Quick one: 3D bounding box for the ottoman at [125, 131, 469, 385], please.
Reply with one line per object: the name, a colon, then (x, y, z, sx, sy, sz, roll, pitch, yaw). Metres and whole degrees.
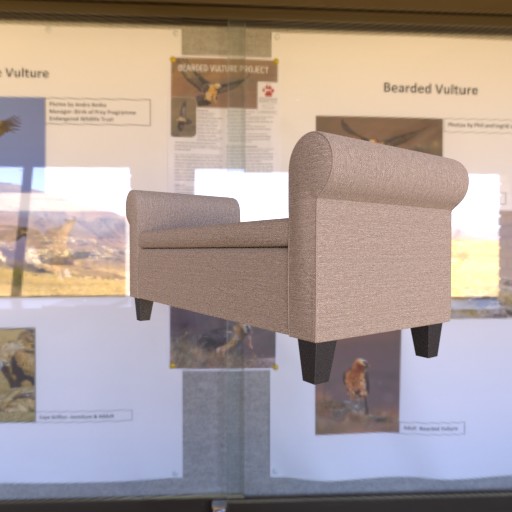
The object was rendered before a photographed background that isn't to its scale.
ottoman: (0.000, 0.000, 1.546, 0.521, 0.547, 1.256, -1, 1, -35)
